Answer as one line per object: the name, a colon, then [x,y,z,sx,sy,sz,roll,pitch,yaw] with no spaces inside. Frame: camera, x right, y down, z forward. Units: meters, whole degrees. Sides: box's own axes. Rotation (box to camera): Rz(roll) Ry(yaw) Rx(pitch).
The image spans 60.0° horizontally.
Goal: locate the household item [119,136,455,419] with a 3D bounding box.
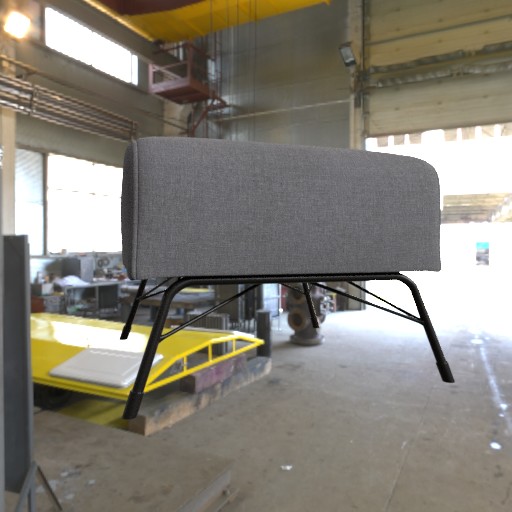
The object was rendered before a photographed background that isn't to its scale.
household item: [0.000,0.000,0.900,0.530,0.410,0.530,0,1,-18]
